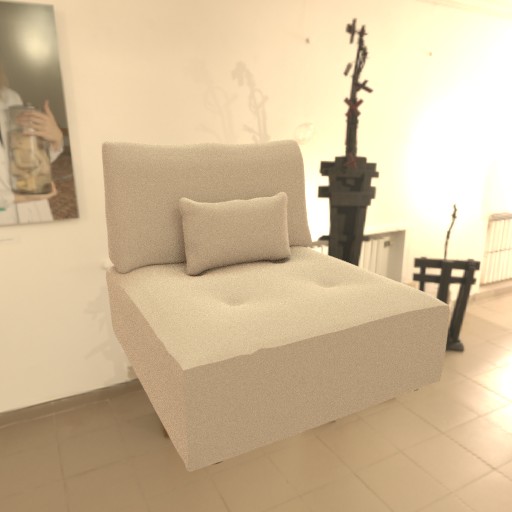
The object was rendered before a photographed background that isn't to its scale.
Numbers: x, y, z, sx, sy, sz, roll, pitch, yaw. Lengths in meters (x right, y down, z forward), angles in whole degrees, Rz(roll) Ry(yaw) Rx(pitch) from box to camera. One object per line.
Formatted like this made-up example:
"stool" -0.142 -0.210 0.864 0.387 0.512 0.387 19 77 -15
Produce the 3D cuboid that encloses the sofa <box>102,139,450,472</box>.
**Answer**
"sofa" 0.000 0.000 1.649 0.935 0.828 1.000 -8 17 -27
